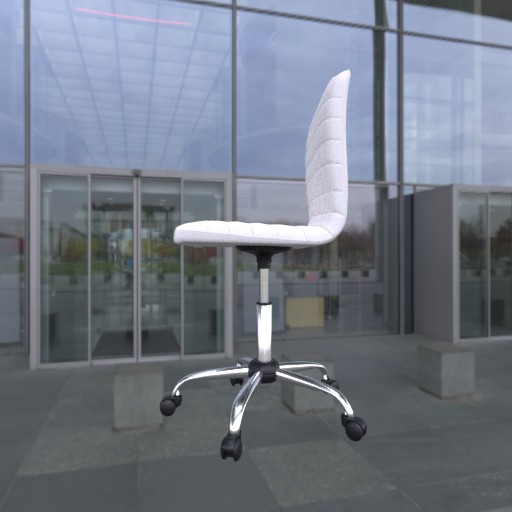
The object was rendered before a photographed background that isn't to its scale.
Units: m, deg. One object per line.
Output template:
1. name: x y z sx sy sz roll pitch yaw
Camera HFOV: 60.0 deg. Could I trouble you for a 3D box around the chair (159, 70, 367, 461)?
1. chair: 0.000 0.000 1.052 0.455 0.750 0.520 0 0 0
